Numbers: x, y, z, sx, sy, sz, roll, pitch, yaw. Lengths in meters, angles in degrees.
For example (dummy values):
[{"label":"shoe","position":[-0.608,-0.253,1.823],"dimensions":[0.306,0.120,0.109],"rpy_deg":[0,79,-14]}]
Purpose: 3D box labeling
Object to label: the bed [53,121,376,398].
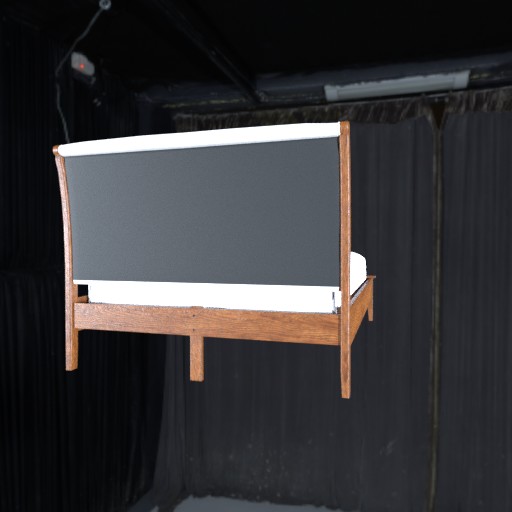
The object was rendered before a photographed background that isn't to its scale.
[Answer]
[{"label":"bed","position":[0.000,0.000,3.262],"dimensions":[1.612,1.250,2.380],"rpy_deg":[0,1,17]}]
